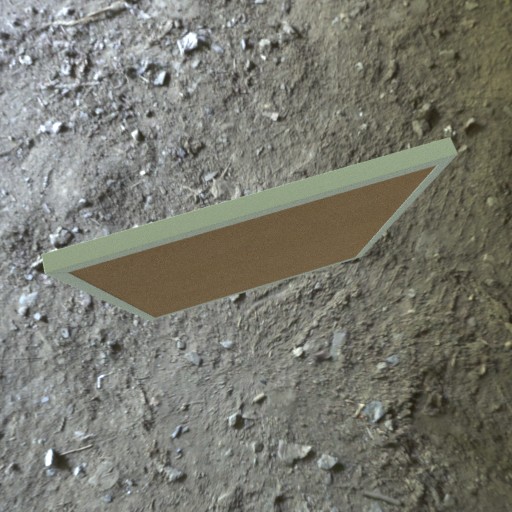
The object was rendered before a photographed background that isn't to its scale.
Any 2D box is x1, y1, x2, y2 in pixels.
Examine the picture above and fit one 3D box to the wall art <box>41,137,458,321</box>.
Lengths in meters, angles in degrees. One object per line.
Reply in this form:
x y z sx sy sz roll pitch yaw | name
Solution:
0.000 0.000 1.152 0.760 0.760 0.036 -17 76 -4 | wall art
